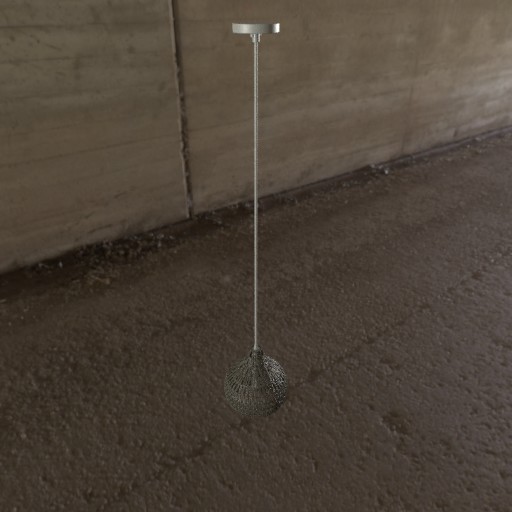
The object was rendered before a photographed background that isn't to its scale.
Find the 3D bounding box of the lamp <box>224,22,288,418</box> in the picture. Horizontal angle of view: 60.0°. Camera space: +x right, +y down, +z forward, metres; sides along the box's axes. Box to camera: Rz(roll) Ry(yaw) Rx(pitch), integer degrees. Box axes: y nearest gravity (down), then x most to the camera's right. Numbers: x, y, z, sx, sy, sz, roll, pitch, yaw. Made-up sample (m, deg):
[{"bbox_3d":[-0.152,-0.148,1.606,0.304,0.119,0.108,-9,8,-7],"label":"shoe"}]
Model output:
[{"bbox_3d":[0.000,0.000,2.060,0.355,1.919,0.355,8,31,13],"label":"lamp"}]
